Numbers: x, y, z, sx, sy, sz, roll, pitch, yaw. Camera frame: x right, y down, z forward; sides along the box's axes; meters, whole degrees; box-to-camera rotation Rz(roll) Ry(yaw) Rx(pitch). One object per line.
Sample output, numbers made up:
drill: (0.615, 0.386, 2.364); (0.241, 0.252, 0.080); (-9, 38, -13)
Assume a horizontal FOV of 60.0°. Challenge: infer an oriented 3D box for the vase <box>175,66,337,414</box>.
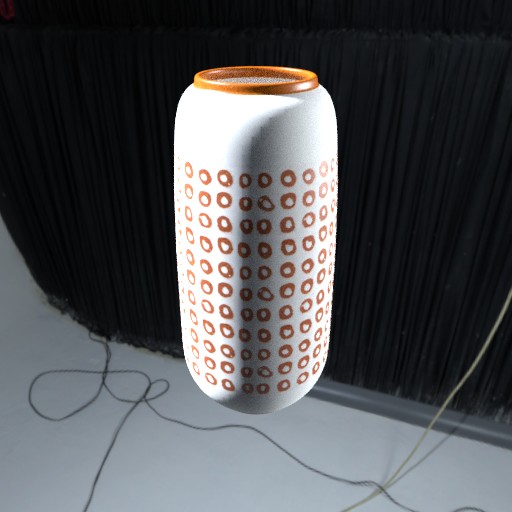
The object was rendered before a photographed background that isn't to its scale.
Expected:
vase: (0.000, 0.000, 0.368); (0.133, 0.282, 0.133); (0, 30, 0)
